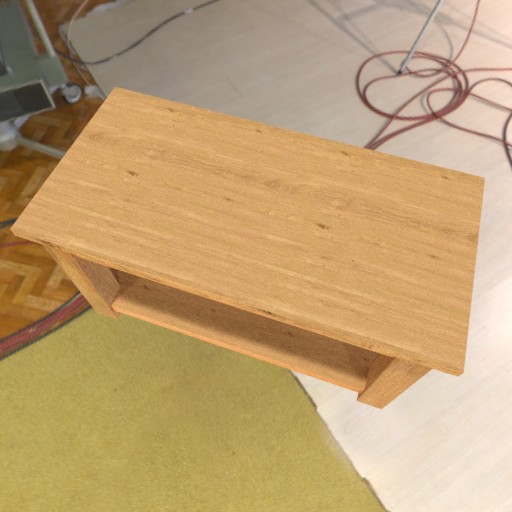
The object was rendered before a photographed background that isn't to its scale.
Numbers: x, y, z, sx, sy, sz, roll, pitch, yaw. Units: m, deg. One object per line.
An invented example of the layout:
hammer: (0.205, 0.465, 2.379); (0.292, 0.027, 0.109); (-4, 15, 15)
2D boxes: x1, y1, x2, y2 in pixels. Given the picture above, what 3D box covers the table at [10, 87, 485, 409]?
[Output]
table: (0.000, 0.000, 1.126); (0.899, 0.452, 0.450); (17, 62, 9)
